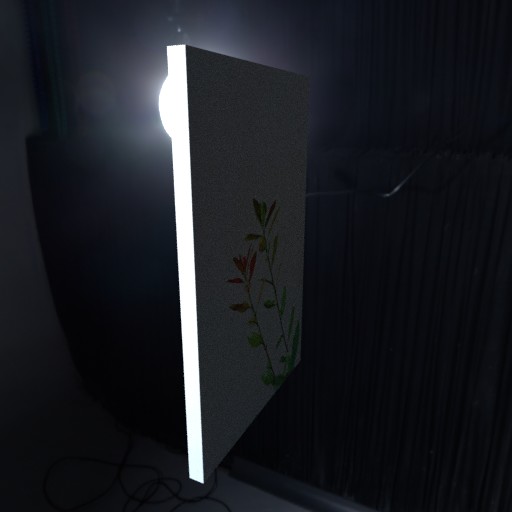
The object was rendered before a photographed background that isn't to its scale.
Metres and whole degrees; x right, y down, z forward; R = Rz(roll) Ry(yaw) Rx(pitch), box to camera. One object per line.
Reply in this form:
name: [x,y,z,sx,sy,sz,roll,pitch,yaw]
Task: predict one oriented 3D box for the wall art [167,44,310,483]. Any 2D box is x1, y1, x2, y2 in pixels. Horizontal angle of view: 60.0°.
wall art: [0.000,0.000,1.150,0.039,0.915,0.612,8,19,25]
